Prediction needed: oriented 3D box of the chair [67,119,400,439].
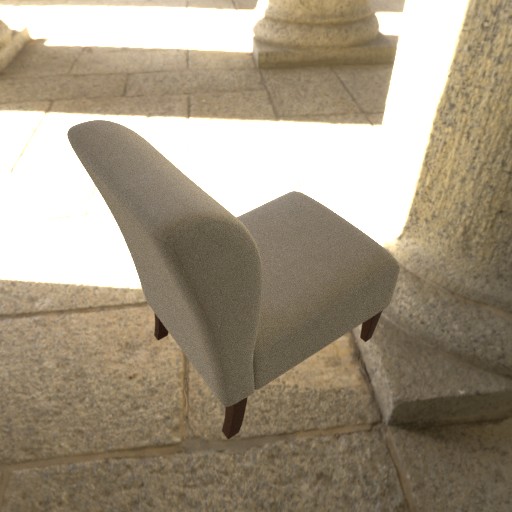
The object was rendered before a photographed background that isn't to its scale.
[{"bbox_3d":[0.000,0.000,1.312,0.754,0.833,0.521,-25,47,-26],"label":"chair"}]
